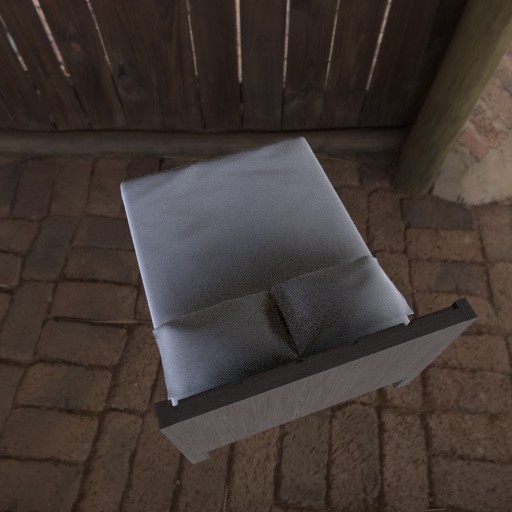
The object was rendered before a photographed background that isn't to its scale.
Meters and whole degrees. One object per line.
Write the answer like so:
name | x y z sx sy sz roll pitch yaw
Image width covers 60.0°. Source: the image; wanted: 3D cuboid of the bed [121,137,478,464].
bed | 0.000 0.000 3.304 1.727 1.270 2.242 -16 60 -10
